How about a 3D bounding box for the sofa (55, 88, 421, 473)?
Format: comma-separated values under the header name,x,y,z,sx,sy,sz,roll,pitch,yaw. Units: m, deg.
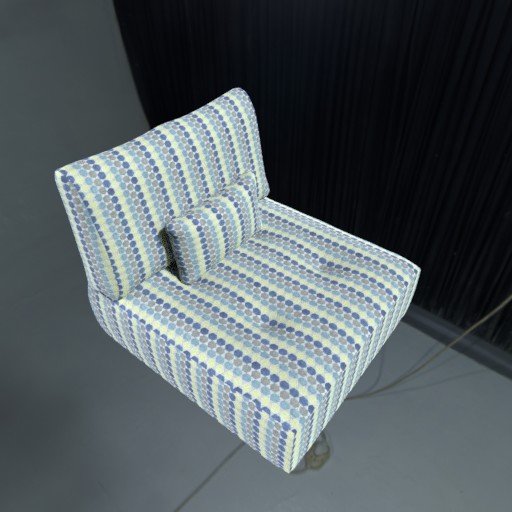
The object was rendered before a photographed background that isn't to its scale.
name,x,y,z,sx,sy,sz,roll,pitch,yaw
sofa,0.000,0.000,1.695,1.000,0.830,0.930,28,48,28
